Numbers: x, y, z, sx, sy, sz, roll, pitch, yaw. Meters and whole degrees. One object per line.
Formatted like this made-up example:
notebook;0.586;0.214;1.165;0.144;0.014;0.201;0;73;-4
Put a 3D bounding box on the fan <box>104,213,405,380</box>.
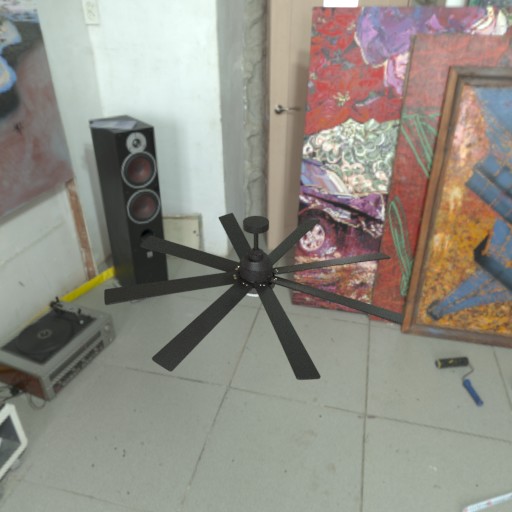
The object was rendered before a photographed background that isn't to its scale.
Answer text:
fan;0.000;0.000;2.722;1.830;0.472;1.830;-8;31;-13
